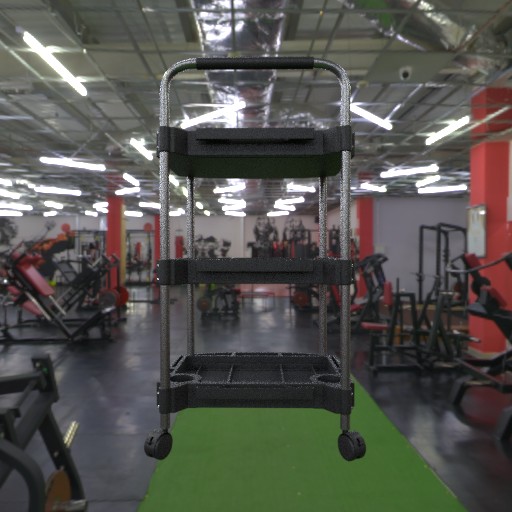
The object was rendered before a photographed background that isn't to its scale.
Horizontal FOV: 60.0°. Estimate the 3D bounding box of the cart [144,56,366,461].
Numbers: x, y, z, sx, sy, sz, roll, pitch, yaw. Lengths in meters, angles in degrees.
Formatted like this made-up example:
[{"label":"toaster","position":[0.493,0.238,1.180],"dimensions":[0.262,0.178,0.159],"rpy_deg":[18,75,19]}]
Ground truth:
[{"label":"cart","position":[0.000,0.000,1.397],"dimensions":[0.584,1.075,0.518],"rpy_deg":[0,0,1]}]
